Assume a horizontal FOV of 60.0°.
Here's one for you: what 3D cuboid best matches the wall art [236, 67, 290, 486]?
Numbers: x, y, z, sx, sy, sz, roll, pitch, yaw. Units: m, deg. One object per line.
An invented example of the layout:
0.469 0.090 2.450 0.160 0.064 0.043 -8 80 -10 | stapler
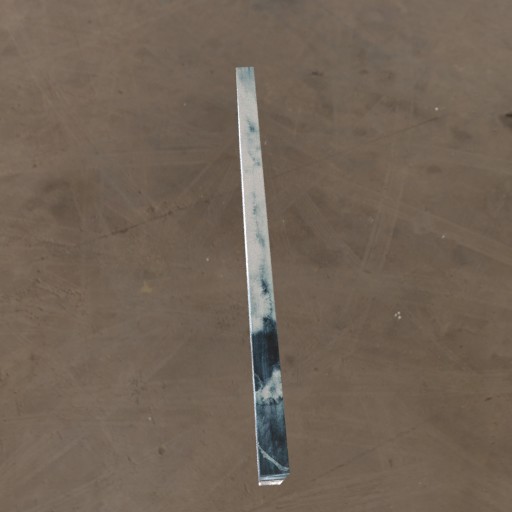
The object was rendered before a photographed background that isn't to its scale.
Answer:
0.000 0.000 0.837 0.037 0.251 0.759 -3 60 -2 | wall art
